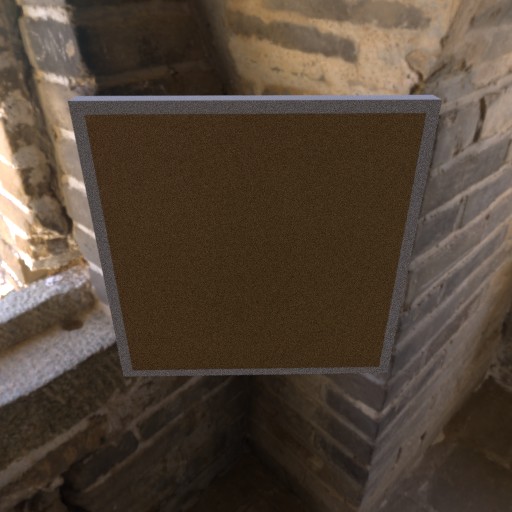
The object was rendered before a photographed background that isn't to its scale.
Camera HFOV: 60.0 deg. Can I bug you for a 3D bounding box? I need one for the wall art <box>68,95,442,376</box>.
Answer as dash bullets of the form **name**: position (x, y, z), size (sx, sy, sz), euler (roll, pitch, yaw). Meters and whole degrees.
- **wall art**: position (0.000, 0.000, 0.742), size (0.508, 0.507, 0.035), euler (-1, 30, -1)
